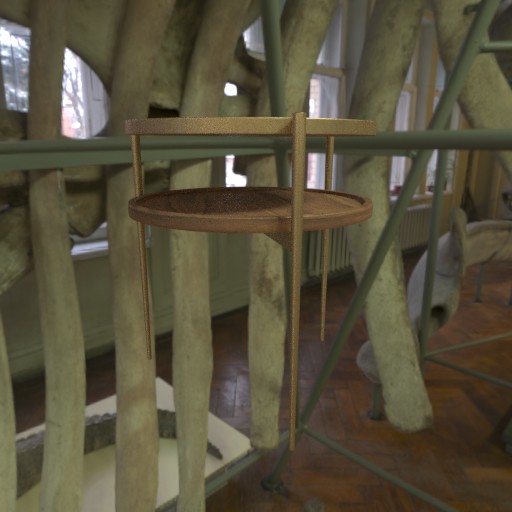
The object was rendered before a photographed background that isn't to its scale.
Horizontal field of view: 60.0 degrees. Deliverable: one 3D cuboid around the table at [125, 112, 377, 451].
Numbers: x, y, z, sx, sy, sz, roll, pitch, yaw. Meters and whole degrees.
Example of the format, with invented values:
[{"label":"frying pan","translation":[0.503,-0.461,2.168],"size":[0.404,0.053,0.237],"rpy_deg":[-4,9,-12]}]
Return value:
[{"label":"table","translation":[0.000,0.000,0.841],"size":[0.456,0.493,0.430],"rpy_deg":[-14,20,-43]}]
